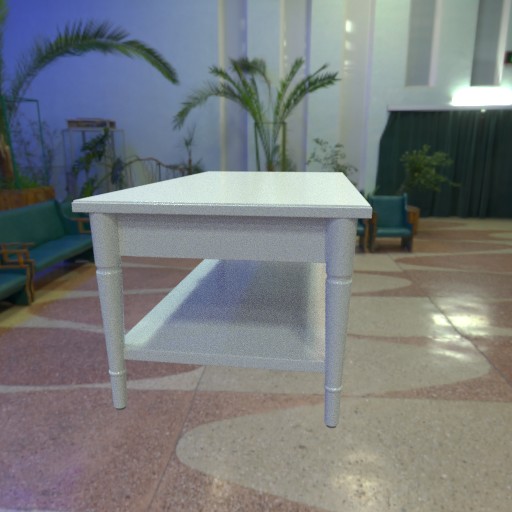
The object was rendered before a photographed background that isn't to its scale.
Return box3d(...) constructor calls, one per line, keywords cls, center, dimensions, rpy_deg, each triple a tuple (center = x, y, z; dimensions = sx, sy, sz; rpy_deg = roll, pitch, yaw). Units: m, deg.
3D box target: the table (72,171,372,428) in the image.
box3d(cls="table", center=(0.000, 0.000, 1.373), dimensions=(0.559, 0.457, 1.067), rpy_deg=(2, 14, 8))
